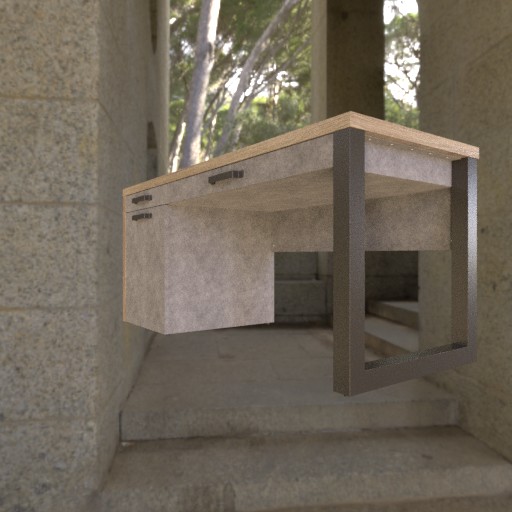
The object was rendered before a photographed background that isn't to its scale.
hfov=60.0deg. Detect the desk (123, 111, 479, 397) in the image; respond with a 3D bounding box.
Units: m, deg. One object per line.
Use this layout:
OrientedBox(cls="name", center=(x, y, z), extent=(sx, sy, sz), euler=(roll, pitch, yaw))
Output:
OrientedBox(cls="desk", center=(0.000, 0.000, 2.034), extent=(0.690, 0.760, 1.700), euler=(0, 0, -36))
